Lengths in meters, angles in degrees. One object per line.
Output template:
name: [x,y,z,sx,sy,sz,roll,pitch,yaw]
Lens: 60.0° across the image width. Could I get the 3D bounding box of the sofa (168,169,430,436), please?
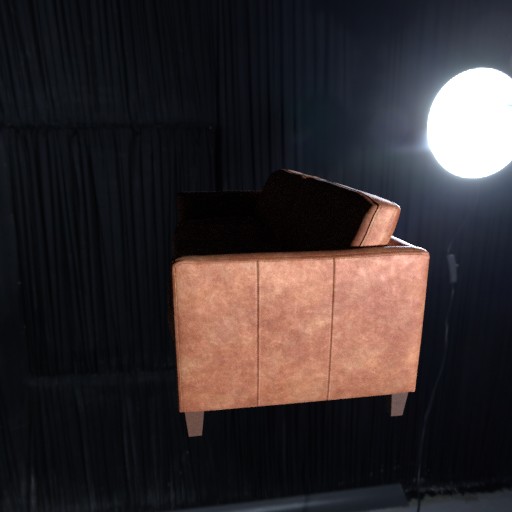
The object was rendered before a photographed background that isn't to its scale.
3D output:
sofa: [0.000,0.000,2.445,0.923,0.863,1.971,-2,15,-9]
